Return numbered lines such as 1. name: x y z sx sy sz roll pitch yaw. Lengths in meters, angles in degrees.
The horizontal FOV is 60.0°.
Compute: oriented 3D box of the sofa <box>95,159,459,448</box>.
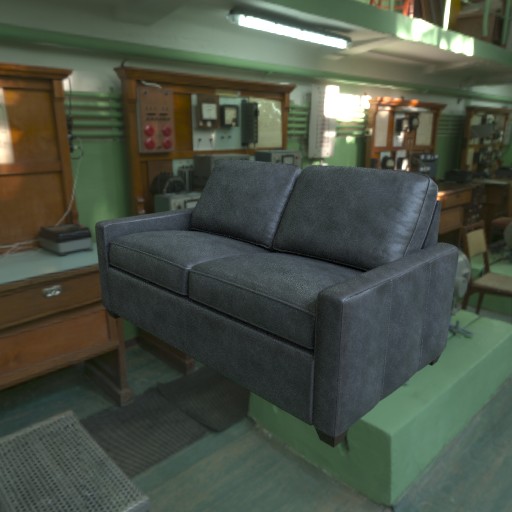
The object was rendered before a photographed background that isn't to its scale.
1. sofa: 0.000 0.000 2.314 1.732 0.916 0.939 15 22 43
